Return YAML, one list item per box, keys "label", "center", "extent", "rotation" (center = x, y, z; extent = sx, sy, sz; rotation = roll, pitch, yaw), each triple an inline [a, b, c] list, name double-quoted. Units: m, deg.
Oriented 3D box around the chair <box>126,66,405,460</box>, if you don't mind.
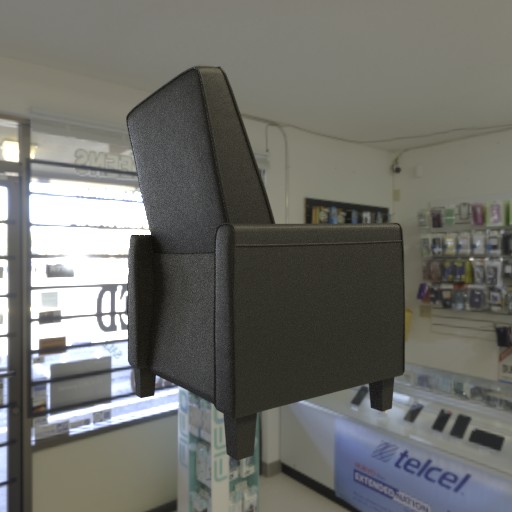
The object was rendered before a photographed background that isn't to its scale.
- label: "chair"
  center: [0.000, 0.000, 1.536]
  extent: [0.746, 1.013, 0.705]
  rotation: [0, 0, -37]
